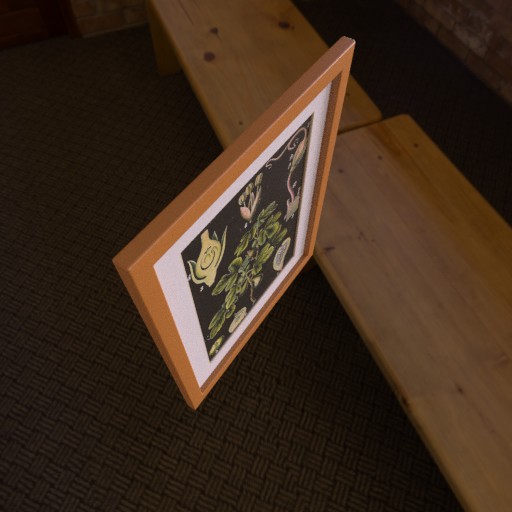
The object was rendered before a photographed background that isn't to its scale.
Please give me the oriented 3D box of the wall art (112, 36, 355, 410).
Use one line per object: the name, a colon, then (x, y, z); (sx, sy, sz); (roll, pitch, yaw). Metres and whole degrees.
wall art: (0.000, 0.000, 0.516); (0.015, 0.379, 0.310); (31, 63, 18)
